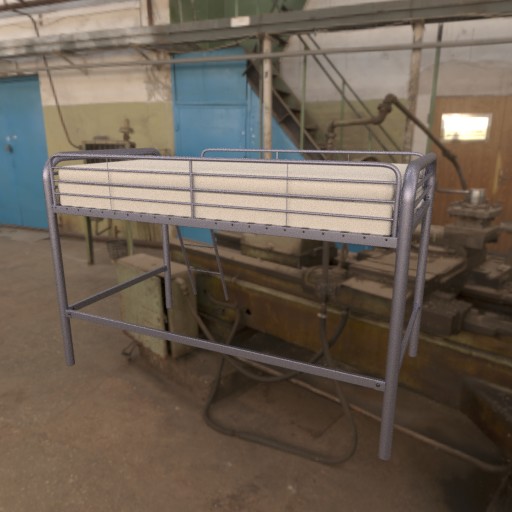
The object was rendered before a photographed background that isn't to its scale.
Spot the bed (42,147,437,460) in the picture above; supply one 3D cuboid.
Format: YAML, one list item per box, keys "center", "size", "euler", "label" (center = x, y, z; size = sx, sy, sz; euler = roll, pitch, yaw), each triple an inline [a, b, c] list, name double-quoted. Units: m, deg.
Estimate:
- center: [0.000, 0.000, 2.791]
  size: [1.965, 1.288, 1.415]
  euler: [7, 17, 24]
  label: "bed"
